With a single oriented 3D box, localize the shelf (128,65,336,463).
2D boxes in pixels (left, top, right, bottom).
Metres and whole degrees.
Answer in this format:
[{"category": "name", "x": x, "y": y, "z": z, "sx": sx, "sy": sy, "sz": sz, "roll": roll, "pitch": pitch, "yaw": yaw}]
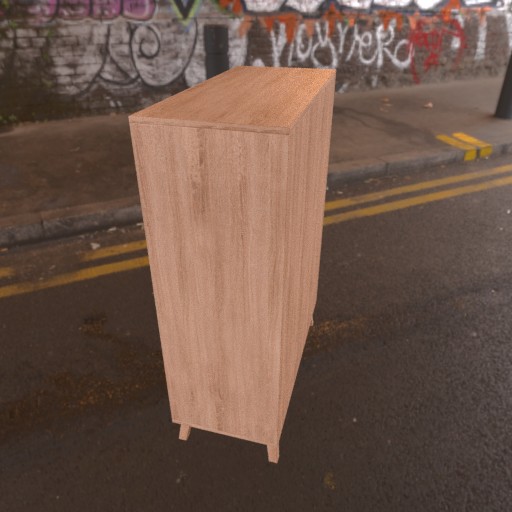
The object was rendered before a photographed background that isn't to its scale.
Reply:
[{"category": "shelf", "x": 0.000, "y": 0.000, "z": 1.925, "sx": 0.450, "sy": 1.390, "sz": 1.000, "roll": 8, "pitch": 32, "yaw": 13}]
